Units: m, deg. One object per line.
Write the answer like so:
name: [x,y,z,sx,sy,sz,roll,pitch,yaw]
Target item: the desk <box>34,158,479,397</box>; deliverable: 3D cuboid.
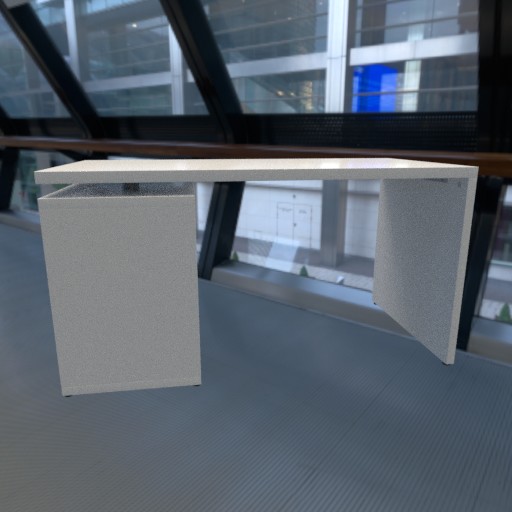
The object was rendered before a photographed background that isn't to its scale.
desk: [0.000,0.000,1.802,1.400,0.740,0.690,-2,15,-9]
